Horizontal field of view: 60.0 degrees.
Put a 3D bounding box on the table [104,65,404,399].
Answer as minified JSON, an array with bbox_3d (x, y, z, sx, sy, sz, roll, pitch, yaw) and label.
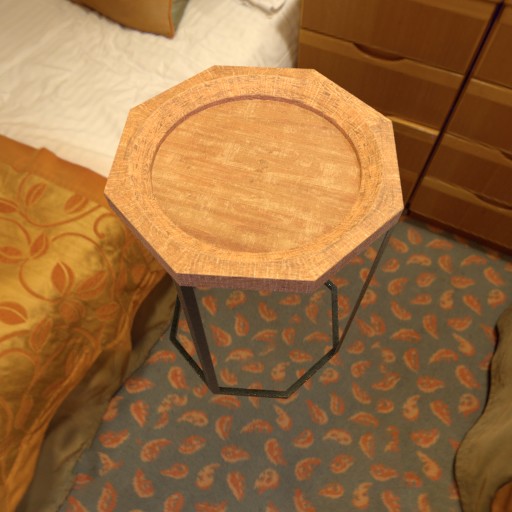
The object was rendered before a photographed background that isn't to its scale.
[{"bbox_3d":[0.000,0.000,0.872,0.437,0.553,0.437,-16,60,-10],"label":"table"}]
